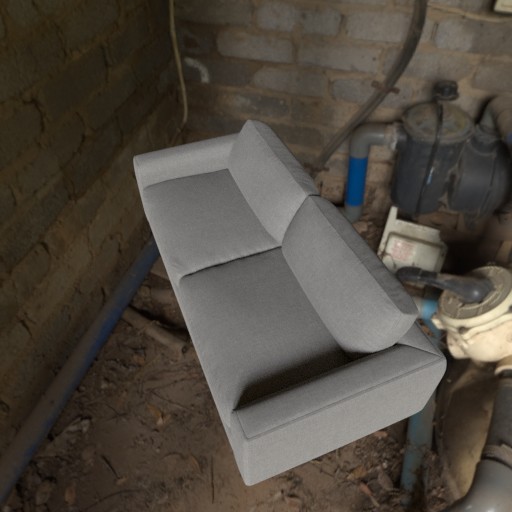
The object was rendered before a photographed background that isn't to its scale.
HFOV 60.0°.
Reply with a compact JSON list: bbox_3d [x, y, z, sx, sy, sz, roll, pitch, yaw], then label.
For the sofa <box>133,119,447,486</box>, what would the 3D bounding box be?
[{"bbox_3d":[0.000,0.000,2.752,1.070,0.801,2.262,-17,49,-15],"label":"sofa"}]
